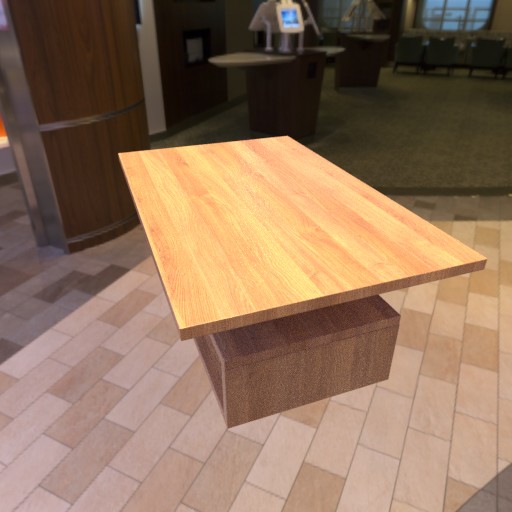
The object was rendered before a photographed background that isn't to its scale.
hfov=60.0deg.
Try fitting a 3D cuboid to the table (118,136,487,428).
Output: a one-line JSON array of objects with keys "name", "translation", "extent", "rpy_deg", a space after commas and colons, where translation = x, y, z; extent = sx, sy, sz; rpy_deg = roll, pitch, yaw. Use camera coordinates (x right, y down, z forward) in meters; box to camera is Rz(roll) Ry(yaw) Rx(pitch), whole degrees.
[{"name": "table", "translation": [0.000, 0.000, 1.446], "extent": [0.700, 0.442, 1.100], "rpy_deg": [-11, 32, -18]}]
